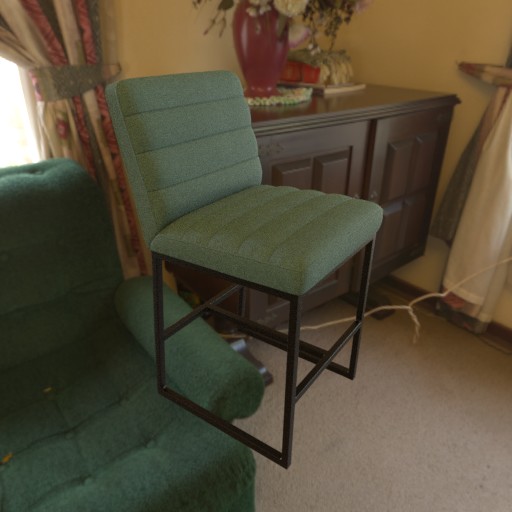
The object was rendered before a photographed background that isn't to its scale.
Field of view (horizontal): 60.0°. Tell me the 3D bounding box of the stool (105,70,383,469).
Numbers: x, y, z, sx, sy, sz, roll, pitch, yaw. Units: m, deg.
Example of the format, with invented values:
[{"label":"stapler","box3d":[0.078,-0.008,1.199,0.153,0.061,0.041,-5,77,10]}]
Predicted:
[{"label":"stool","box3d":[0.000,0.000,1.254,0.560,0.940,0.460,17,31,31]}]
